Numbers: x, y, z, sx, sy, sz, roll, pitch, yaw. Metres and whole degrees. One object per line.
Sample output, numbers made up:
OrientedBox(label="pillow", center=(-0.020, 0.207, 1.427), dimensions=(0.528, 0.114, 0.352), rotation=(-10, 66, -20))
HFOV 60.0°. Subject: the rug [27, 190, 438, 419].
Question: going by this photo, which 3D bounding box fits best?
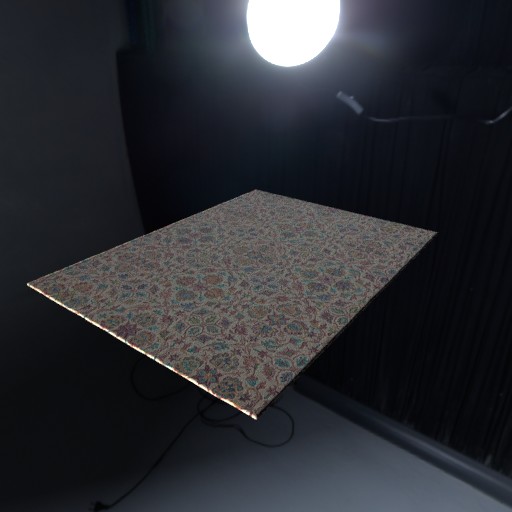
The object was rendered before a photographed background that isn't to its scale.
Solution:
OrientedBox(label="rug", center=(0.000, 0.000, 4.239), dimensions=(2.446, 0.020, 3.215), rotation=(19, 32, 33))
